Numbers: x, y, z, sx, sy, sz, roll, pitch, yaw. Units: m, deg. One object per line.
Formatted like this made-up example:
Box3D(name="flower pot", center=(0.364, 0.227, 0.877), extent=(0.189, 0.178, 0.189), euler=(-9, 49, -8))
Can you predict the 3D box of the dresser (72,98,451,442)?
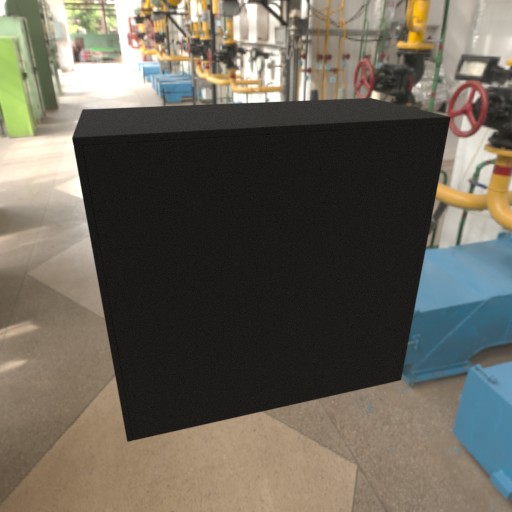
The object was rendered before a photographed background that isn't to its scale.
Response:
Box3D(name="dresser", center=(0.000, 0.000, 1.153), extent=(0.750, 0.720, 0.360), euler=(-7, 27, -15))
